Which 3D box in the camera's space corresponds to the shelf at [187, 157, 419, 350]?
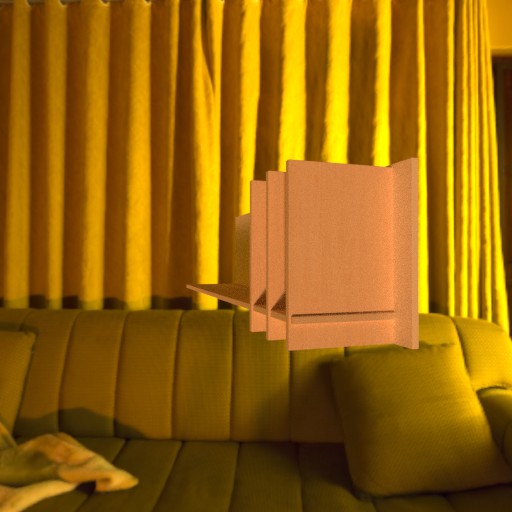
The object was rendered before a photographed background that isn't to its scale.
[{"bbox_3d":[0.000,0.000,1.149,0.200,0.300,1.020,0,-1,-18],"label":"shelf"}]
